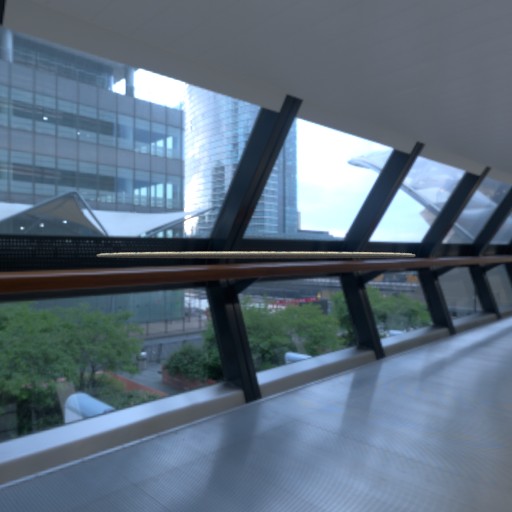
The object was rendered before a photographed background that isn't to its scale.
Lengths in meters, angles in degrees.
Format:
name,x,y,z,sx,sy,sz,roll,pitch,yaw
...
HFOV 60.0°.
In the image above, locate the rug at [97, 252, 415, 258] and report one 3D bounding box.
name,x,y,z,sx,sy,sz,roll,pitch,yaw
rug,0.000,0.000,2.353,1.593,0.012,1.593,0,-1,0
